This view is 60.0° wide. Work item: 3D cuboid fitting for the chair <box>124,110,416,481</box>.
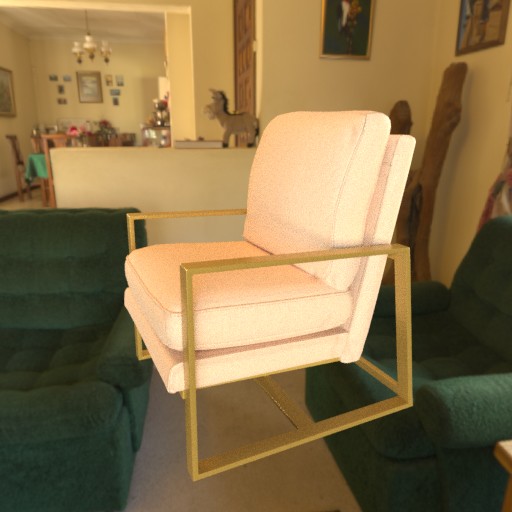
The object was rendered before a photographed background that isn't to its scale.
[{"bbox_3d":[0.000,0.000,1.519,0.813,0.956,0.758,-8,18,-24],"label":"chair"}]
